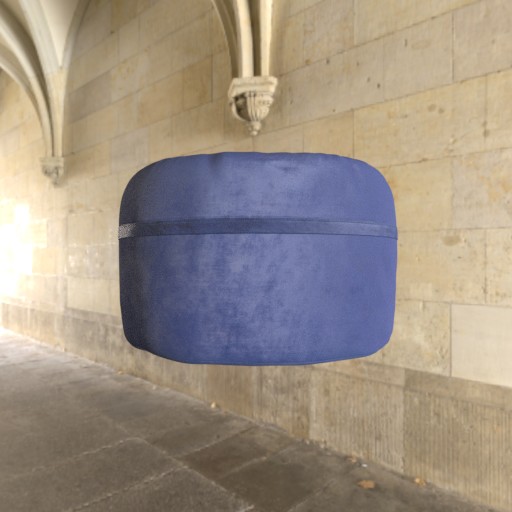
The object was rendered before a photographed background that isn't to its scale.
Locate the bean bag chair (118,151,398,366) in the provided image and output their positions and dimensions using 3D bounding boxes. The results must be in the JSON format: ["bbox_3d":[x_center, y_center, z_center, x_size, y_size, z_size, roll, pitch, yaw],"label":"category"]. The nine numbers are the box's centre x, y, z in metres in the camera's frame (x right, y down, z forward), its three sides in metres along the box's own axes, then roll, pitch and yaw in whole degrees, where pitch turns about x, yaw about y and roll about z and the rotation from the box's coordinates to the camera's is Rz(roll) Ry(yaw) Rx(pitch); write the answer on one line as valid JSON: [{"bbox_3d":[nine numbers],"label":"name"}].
[{"bbox_3d":[0.000,0.000,1.996,1.219,0.762,1.219,0,0,0],"label":"bean bag chair"}]
